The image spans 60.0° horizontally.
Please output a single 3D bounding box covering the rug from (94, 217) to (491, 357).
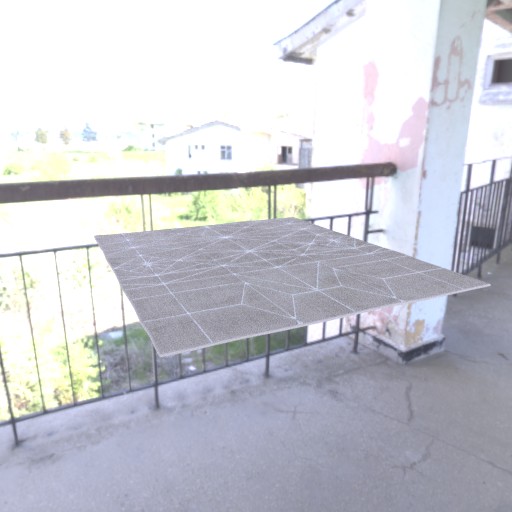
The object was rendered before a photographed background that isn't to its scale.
[{"bbox_3d":[0.000,0.000,0.887,0.548,0.006,0.639,-8,18,-25],"label":"rug"}]
